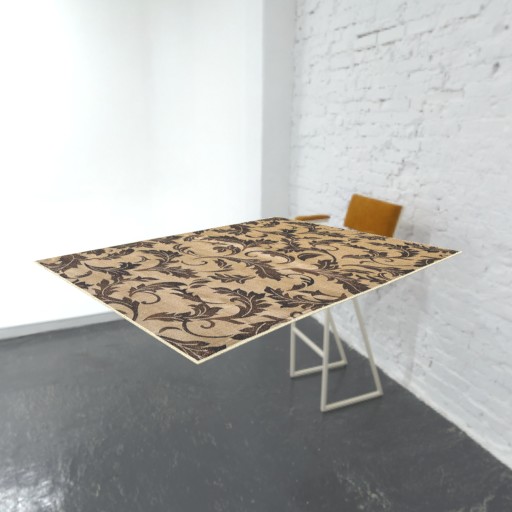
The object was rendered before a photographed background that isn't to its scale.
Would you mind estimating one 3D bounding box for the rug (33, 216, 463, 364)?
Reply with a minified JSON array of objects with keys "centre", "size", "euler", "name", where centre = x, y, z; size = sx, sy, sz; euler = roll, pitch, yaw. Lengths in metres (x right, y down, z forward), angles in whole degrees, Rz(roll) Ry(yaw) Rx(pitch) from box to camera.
[{"centre":[0.000,0.000,3.904],"size":[2.977,0.008,2.380],"euler":[-14,21,-41],"name":"rug"}]
